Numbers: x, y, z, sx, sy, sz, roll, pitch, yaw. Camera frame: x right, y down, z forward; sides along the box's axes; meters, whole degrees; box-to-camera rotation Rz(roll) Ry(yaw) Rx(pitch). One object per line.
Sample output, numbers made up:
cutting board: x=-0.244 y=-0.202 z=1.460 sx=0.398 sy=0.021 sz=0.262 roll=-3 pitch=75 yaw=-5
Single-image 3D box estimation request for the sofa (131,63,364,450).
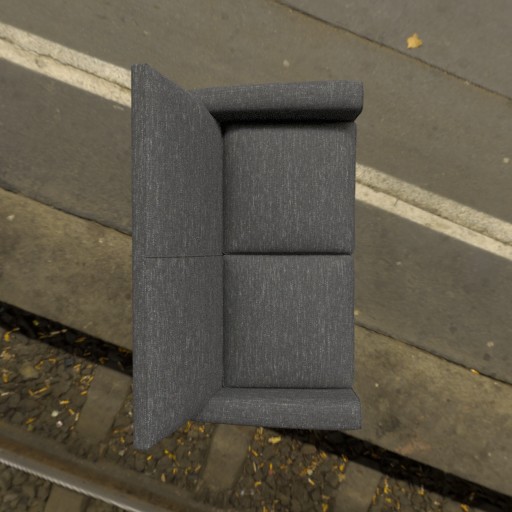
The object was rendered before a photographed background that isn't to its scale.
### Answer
sofa: x=0.000 y=0.000 z=1.954 sx=0.875 sy=0.846 sz=1.420 roll=0 pitch=91 yaw=-1
